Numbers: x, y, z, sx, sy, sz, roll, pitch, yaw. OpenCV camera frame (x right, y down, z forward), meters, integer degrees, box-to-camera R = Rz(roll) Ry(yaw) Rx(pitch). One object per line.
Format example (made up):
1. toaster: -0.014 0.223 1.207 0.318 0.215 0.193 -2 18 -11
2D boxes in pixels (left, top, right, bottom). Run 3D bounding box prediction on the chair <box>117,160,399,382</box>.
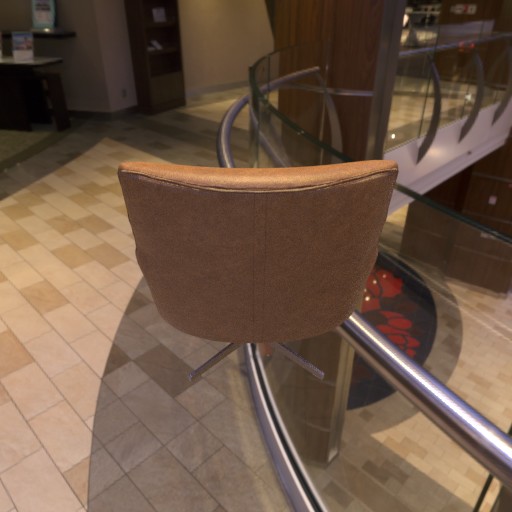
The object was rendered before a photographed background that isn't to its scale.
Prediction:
1. chair: 0.000 0.000 1.479 0.729 0.869 0.874 -1 31 -1
